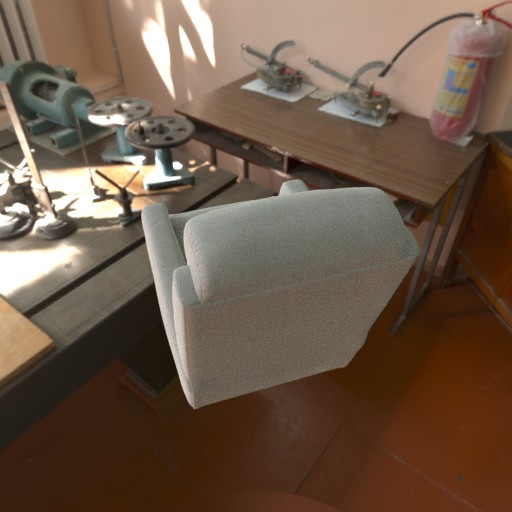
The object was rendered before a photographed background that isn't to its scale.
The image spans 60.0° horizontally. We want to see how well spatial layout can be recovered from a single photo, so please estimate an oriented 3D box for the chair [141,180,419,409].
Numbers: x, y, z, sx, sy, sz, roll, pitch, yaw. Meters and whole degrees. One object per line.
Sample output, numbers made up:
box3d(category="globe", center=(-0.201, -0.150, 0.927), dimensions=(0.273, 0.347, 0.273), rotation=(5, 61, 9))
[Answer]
box3d(category="chair", center=(0.000, 0.000, 1.737), dimensions=(0.798, 1.013, 1.043), rotation=(-12, 42, -13))
